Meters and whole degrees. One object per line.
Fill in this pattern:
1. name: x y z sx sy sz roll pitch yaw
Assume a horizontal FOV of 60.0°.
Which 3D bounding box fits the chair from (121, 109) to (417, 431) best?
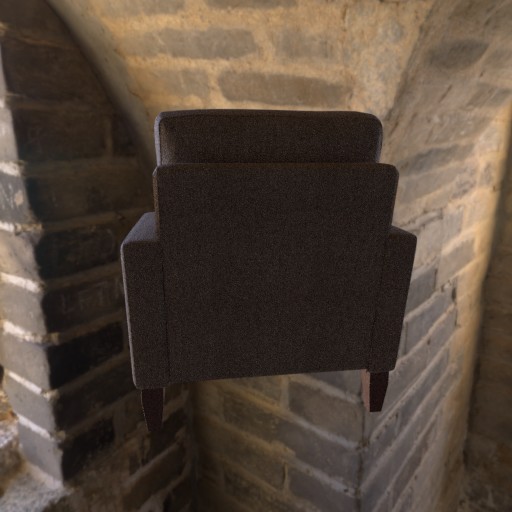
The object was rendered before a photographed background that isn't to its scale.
1. chair: 0.000 0.000 1.655 0.855 0.993 0.897 -2 13 -8
